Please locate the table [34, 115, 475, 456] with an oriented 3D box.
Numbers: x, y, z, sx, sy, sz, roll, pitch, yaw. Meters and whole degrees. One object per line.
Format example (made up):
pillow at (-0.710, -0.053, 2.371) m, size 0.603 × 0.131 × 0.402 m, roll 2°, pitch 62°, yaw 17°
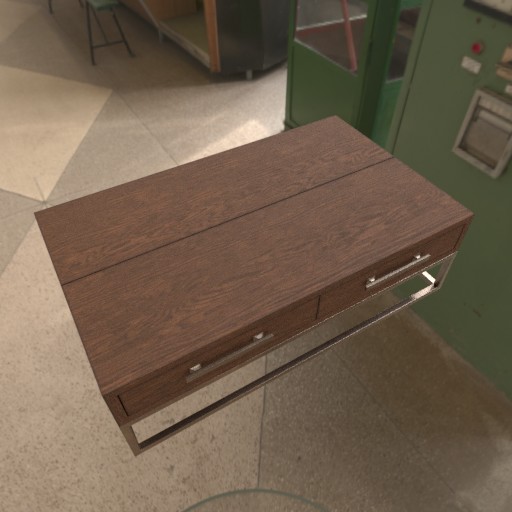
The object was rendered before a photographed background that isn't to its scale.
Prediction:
table at (0.000, 0.000, 1.486) m, size 1.167 × 0.361 × 0.719 m, roll -23°, pitch 51°, yaw -21°
